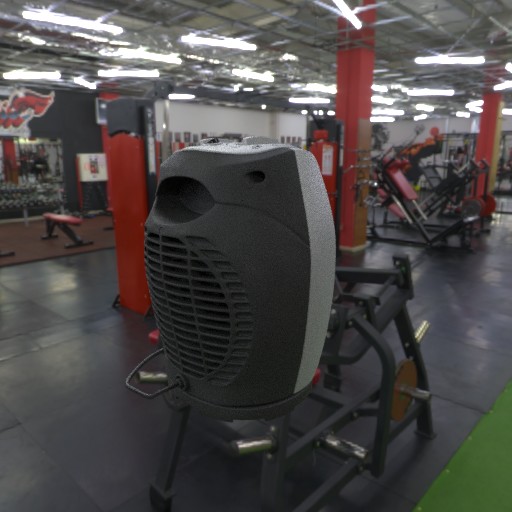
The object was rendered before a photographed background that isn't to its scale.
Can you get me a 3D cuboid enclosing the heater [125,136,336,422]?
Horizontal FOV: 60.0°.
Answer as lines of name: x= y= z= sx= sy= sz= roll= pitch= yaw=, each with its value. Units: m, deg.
heater: x=0.000 y=0.000 z=0.501 sx=0.291 sy=0.255 sz=0.239 roll=-12 pitch=17 yaw=-43
